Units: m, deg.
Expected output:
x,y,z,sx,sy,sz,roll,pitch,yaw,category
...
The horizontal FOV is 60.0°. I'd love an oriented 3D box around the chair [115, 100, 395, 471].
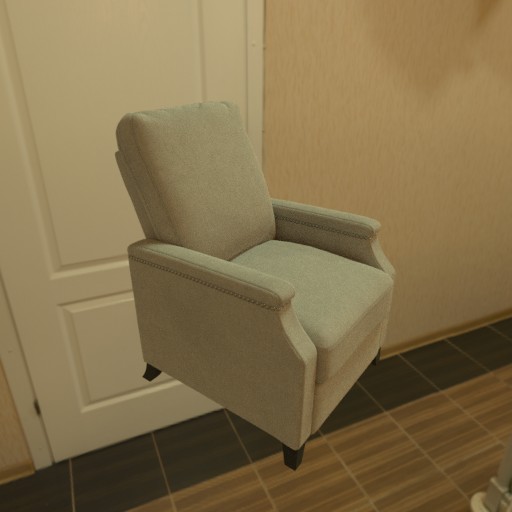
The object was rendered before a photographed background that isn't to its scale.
x,y,z,sx,sy,sz,roll,pitch,yaw,category
0.000,0.000,1.682,0.922,1.049,0.710,18,31,33,chair
